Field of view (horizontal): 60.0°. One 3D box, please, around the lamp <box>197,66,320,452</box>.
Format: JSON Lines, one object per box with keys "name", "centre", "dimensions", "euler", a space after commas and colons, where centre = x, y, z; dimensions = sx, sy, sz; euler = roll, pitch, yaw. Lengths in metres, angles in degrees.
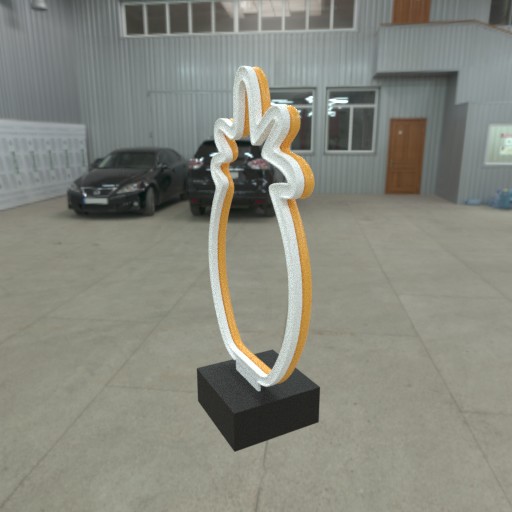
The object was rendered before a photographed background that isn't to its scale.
{"name": "lamp", "centre": [0.000, 0.000, 0.398], "dimensions": [0.088, 0.317, 0.167], "euler": [-8, 16, -27]}
